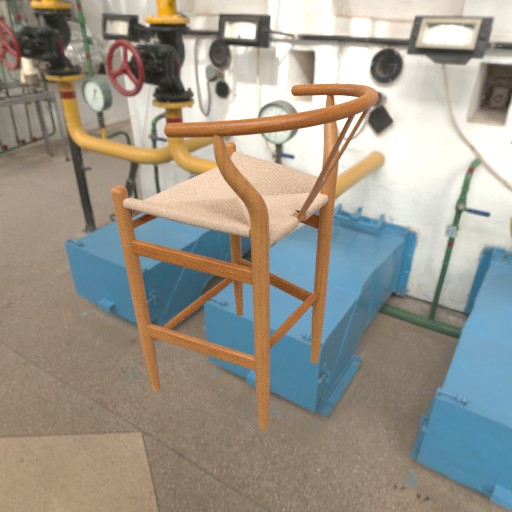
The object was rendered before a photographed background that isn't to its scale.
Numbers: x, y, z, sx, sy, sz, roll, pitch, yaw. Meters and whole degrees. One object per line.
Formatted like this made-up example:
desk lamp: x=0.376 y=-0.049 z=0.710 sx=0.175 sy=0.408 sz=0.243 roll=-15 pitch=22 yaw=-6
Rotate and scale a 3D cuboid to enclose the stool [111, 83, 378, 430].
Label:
stool: x=0.000 y=0.000 z=1.326 sx=0.579 sy=0.970 sz=0.569 roll=19 pitch=35 yaw=29
